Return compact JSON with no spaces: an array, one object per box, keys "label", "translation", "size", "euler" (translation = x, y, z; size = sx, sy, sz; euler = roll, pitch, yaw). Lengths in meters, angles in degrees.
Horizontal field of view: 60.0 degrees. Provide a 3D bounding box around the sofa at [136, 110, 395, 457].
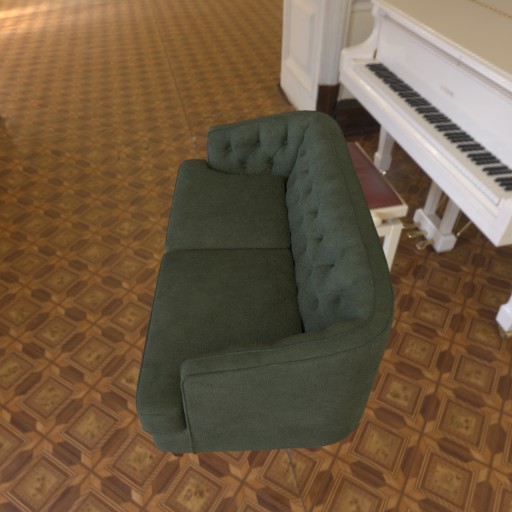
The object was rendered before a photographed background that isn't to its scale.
[{"label":"sofa","translation":[0.000,0.000,2.223],"size":[0.941,0.855,1.733],"euler":[-1,43,-1]}]
